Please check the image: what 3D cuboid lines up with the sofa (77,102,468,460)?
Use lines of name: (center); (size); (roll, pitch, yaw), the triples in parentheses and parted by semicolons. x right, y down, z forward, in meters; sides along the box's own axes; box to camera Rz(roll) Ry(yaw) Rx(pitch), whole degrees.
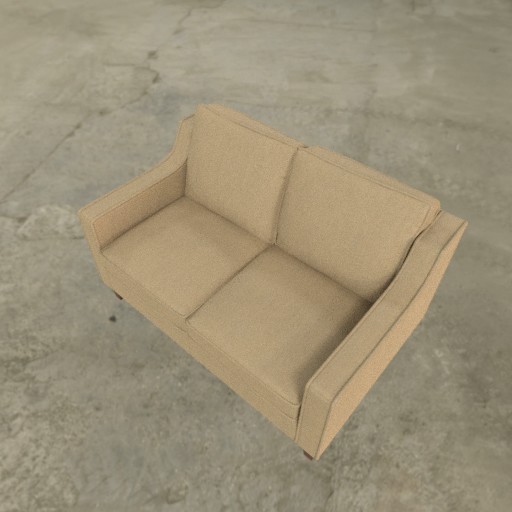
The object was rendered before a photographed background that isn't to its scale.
sofa: (0.000, 0.000, 2.167); (1.501, 0.971, 0.987); (32, 54, 27)
